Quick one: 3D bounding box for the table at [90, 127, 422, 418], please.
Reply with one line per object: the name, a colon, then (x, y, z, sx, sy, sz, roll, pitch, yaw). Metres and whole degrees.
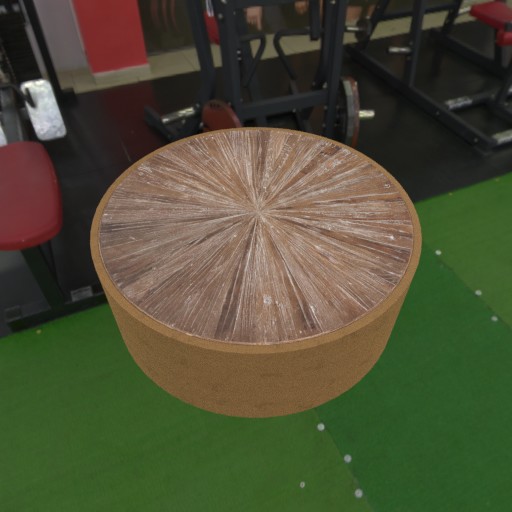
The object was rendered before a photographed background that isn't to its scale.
table: (0.000, 0.000, 1.525, 1.001, 0.409, 1.001, 0, 47, 0)
